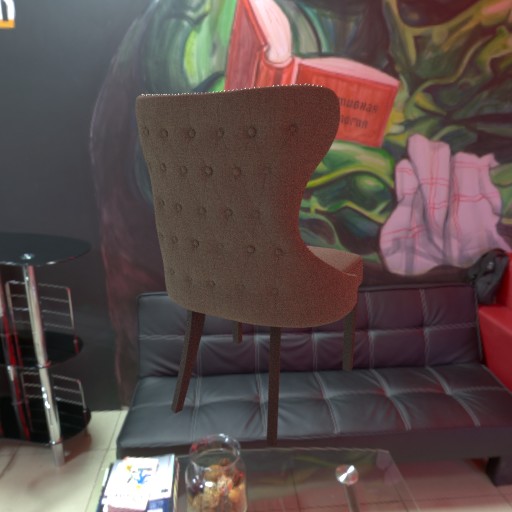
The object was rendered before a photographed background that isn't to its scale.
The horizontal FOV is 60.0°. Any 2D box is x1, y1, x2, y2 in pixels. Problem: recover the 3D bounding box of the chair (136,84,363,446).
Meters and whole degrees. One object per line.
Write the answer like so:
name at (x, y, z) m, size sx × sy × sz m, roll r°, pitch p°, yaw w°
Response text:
chair at (0.000, 0.000, 1.414) m, size 0.628 × 0.967 × 0.635 m, roll 8°, pitch 17°, yaw 27°
